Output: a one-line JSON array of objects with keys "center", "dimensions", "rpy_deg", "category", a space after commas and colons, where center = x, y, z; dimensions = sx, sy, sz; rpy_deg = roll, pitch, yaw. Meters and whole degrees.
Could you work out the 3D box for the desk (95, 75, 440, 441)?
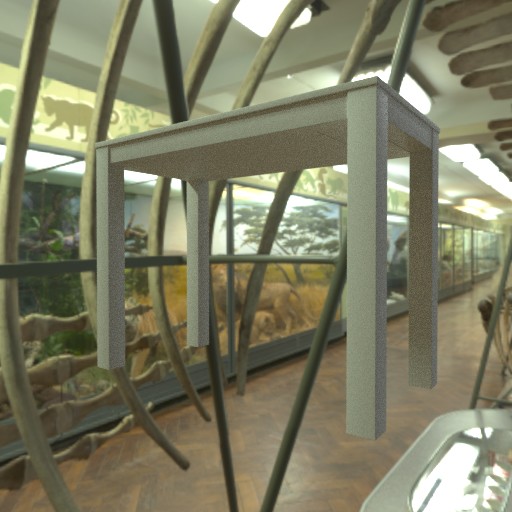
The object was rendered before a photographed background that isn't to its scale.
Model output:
[{"center": [0.000, 0.000, 1.415], "dimensions": [0.990, 0.762, 0.497], "rpy_deg": [1, 1, 36], "category": "desk"}]
